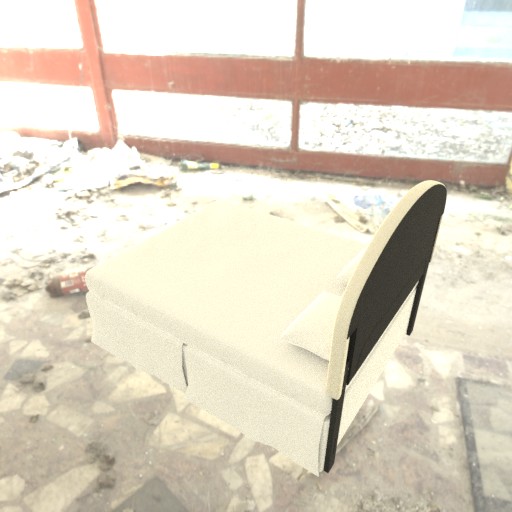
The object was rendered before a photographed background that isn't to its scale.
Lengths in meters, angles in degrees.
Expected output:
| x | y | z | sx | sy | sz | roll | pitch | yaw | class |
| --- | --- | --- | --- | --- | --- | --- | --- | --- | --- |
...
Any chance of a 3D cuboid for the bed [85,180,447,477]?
| x | y | z | sx | sy | sz | roll | pitch | yaw | class |
| --- | --- | --- | --- | --- | --- | --- | --- | --- | --- |
| 0.000 | 0.000 | 3.073 | 2.005 | 1.410 | 1.607 | 20 | 37 | 29 | bed |
